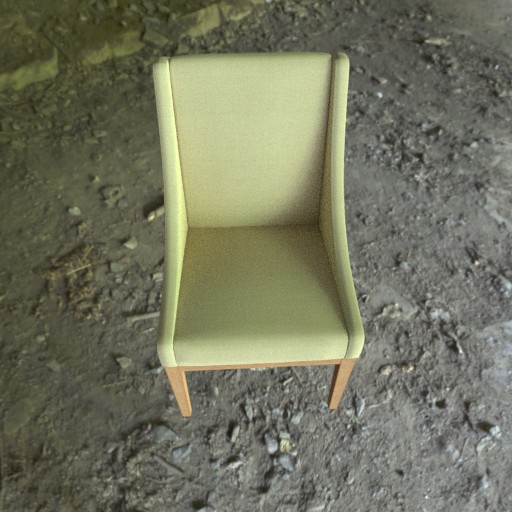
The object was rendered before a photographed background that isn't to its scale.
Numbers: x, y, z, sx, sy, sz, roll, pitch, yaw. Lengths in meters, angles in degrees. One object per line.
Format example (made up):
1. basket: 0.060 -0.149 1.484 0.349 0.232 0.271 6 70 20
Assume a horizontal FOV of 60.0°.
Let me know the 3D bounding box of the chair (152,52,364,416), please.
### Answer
1. chair: 0.000 0.000 1.391 0.575 1.021 0.611 -2 48 -2
